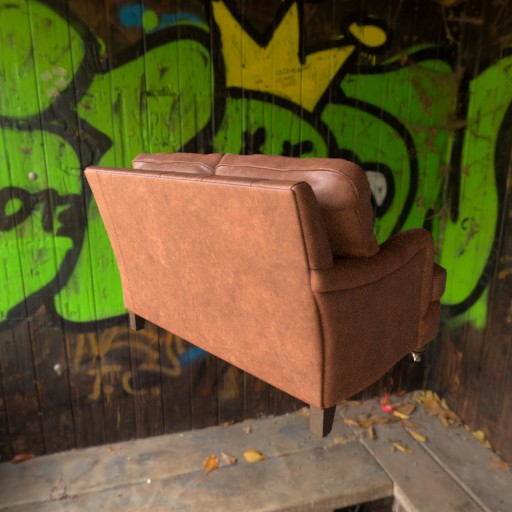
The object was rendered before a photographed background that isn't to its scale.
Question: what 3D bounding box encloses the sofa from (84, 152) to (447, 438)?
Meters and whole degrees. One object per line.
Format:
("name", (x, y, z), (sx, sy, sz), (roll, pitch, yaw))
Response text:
("sofa", (0.000, 0.000, 2.209), (1.077, 1.004, 1.527), (-13, 19, -43))
